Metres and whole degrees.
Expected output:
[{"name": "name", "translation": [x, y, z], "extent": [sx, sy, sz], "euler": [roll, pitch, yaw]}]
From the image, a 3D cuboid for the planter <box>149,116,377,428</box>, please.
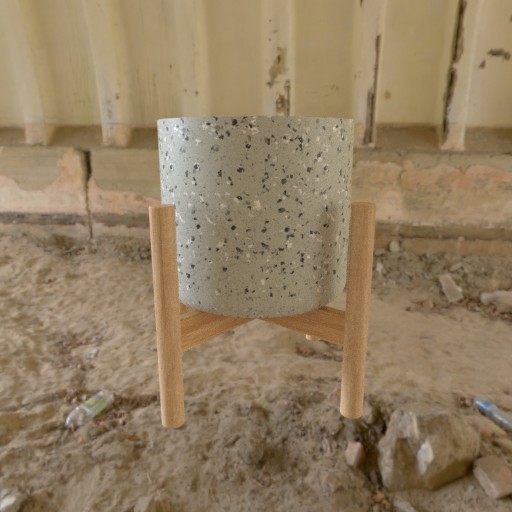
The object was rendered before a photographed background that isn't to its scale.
[{"name": "planter", "translation": [0.000, 0.000, 0.550], "extent": [0.284, 0.320, 0.284], "euler": [-7, 16, -26]}]
